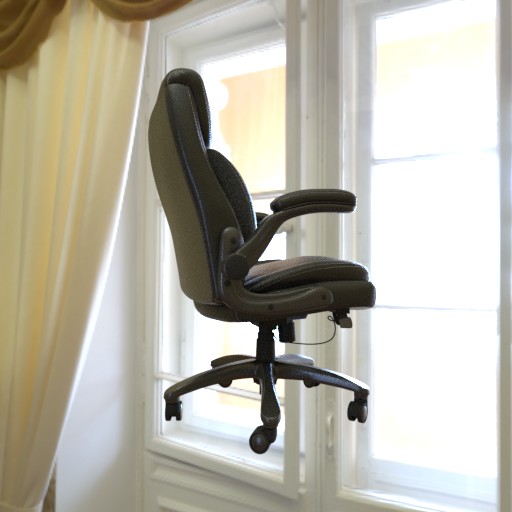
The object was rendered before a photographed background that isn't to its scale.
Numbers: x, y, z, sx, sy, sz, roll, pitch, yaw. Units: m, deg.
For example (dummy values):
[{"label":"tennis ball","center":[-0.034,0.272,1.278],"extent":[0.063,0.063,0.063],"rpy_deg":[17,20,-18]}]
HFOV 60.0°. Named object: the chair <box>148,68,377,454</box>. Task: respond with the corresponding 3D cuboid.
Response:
[{"label":"chair","center":[0.000,0.000,1.601],"extent":[0.724,1.110,0.782],"rpy_deg":[0,0,-19]}]
